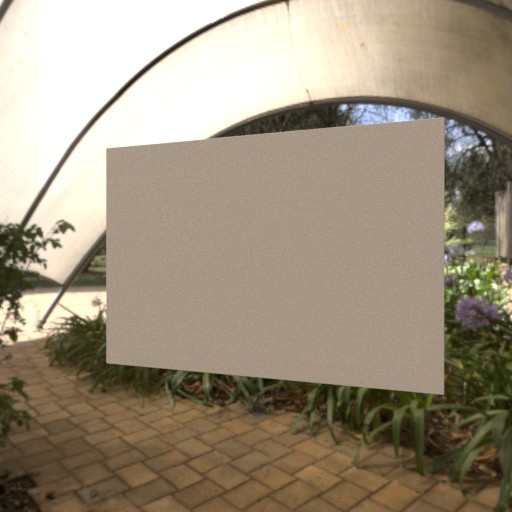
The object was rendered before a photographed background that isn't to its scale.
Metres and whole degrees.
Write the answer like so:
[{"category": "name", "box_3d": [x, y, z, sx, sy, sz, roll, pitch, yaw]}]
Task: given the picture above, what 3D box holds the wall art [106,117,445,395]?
[{"category": "wall art", "box_3d": [0.000, 0.000, 1.672, 1.308, 0.902, 0.051, 0, 0, 19]}]
